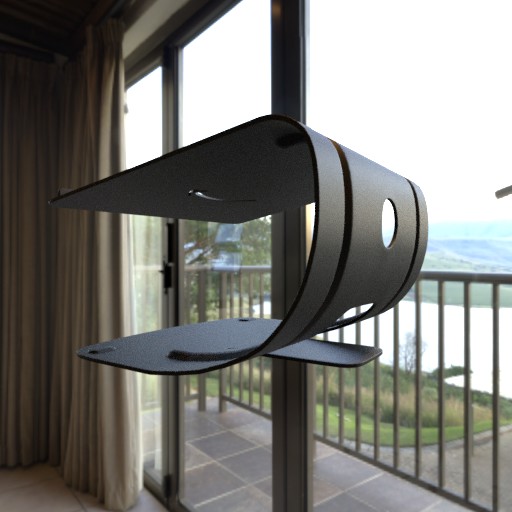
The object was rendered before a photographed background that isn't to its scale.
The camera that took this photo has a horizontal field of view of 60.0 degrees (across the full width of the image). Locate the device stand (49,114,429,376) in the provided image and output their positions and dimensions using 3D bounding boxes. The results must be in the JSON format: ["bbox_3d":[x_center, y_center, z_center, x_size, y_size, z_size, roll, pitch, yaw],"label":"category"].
[{"bbox_3d":[0.000,0.000,0.389,0.236,0.155,0.256,0,0,34],"label":"device stand"}]
